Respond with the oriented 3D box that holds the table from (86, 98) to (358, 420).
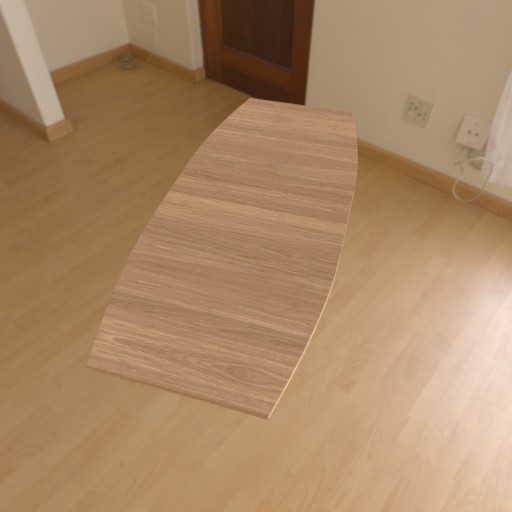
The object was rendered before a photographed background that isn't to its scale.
[{"bbox_3d":[0.000,0.000,2.444,0.900,0.750,2.032,12,48,11],"label":"table"}]
